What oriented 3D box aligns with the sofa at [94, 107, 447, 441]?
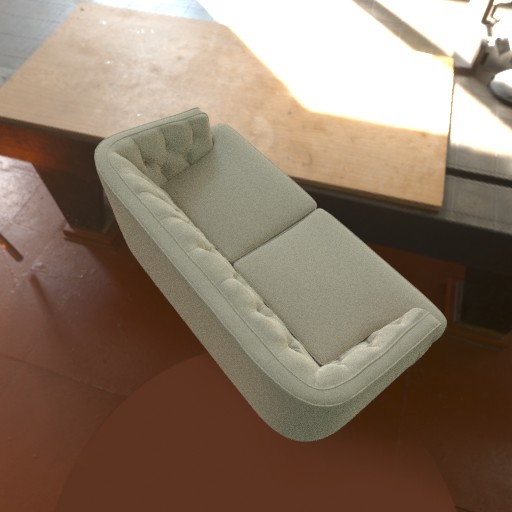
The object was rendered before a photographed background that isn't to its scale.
[{"bbox_3d":[0.000,0.000,2.279,0.941,0.855,1.733,-34,63,-20],"label":"sofa"}]
